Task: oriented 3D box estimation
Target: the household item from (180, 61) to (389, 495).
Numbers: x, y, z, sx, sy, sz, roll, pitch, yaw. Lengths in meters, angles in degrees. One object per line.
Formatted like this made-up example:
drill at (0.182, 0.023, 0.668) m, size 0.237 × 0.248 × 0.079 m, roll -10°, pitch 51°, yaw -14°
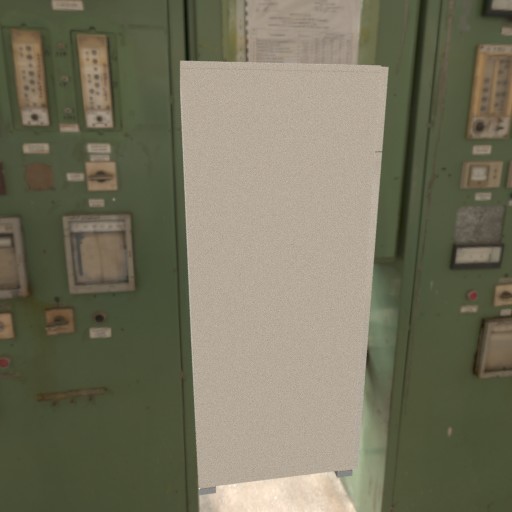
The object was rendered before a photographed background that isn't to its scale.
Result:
household item at (0.000, 0.000, 1.384) m, size 0.420 × 1.010 × 0.790 m, roll -3°, pitch 16°, yaw -9°
